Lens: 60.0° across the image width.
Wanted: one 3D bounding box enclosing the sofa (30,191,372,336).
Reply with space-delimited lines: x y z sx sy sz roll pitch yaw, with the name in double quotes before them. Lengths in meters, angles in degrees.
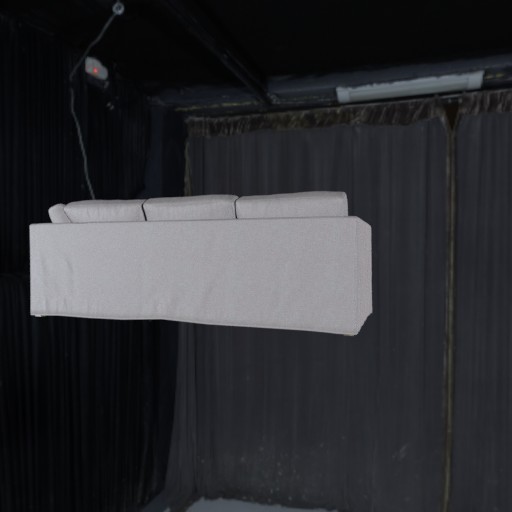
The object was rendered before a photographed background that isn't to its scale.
"sofa" 0.000 0.000 4.557 2.427 0.882 3.460 0 1 19
